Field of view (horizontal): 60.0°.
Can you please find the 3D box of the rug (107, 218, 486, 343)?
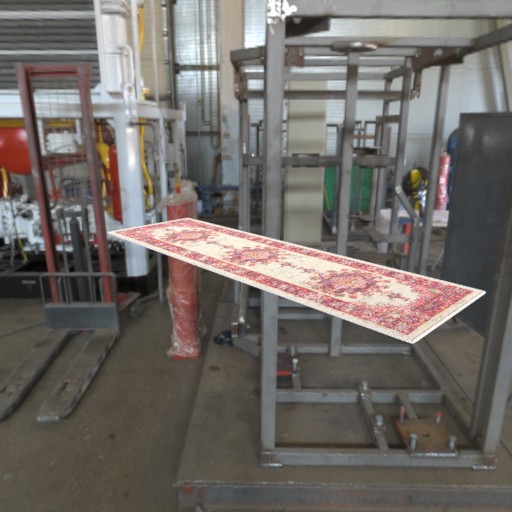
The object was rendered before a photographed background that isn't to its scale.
[{"bbox_3d":[0.000,0.000,2.047,0.562,0.009,1.824,-16,23,-42],"label":"rug"}]
